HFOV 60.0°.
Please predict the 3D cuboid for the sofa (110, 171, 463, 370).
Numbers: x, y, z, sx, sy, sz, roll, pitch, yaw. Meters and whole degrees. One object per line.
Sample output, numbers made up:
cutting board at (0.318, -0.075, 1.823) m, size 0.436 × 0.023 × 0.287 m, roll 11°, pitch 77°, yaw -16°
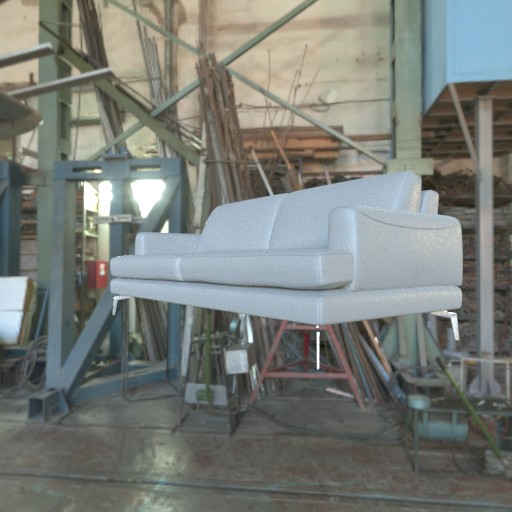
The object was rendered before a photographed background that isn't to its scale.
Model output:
sofa at (0.000, 0.000, 2.461) m, size 0.974 × 0.765 × 1.940 m, roll 1°, pitch -1°, yaw -38°
